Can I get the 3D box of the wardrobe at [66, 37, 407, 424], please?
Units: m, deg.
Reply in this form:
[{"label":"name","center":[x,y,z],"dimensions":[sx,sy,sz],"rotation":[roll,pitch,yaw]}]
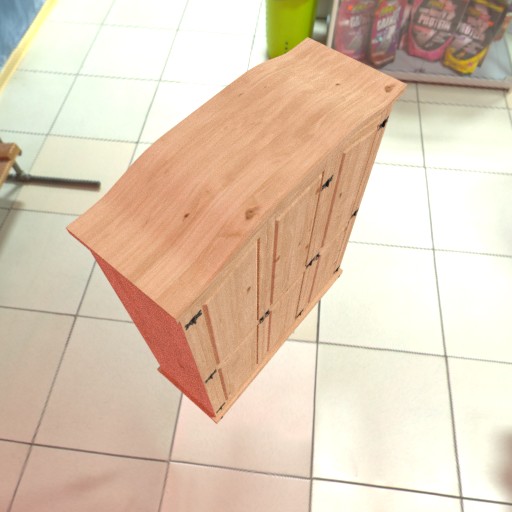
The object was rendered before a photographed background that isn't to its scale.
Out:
[{"label":"wardrobe","center":[0.000,0.000,2.564],"dimensions":[0.570,1.870,1.500],"rotation":[35,65,19]}]
